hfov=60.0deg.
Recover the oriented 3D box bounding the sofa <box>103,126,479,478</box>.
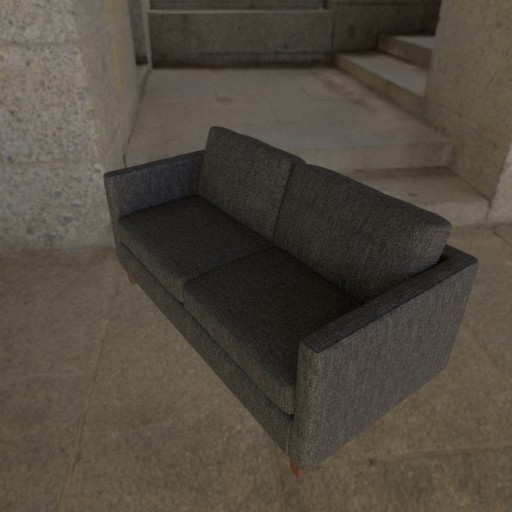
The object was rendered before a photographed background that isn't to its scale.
[{"bbox_3d":[0.000,0.000,2.361,0.950,0.963,1.884,-22,38,-30],"label":"sofa"}]
